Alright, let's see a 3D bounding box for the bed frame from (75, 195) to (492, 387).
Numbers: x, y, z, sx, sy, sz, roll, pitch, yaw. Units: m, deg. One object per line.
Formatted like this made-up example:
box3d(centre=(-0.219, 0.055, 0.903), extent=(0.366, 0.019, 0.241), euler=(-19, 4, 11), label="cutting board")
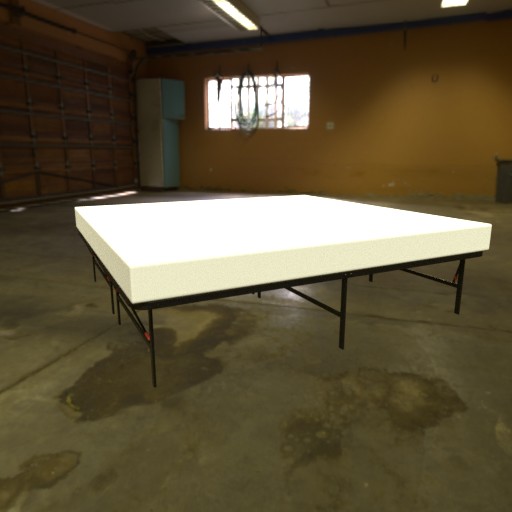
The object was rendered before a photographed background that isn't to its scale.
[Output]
box3d(centre=(0.000, 0.000, 2.968), extent=(2.032, 0.559, 1.930), euler=(-7, 15, -26), label="bed frame")
